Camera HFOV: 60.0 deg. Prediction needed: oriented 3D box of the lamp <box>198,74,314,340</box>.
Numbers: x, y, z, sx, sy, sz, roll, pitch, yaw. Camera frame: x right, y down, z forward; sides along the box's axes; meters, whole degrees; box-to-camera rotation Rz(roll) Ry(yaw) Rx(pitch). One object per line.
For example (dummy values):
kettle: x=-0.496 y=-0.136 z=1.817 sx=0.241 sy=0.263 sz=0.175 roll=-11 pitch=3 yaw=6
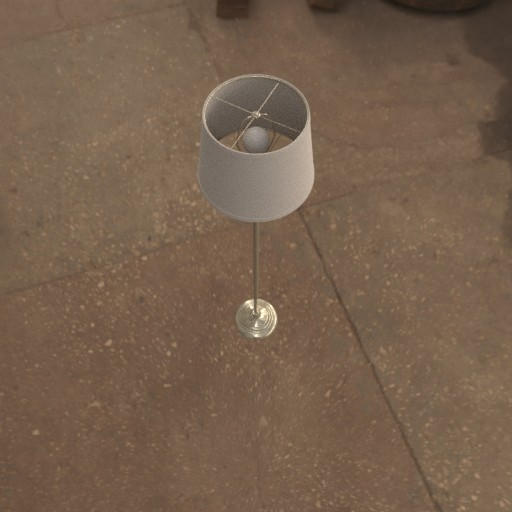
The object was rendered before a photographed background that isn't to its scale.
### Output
lamp: x=0.000 y=0.000 z=1.714 sx=0.327 sy=1.506 sz=0.327 roll=-15 pitch=64 yaw=-7
